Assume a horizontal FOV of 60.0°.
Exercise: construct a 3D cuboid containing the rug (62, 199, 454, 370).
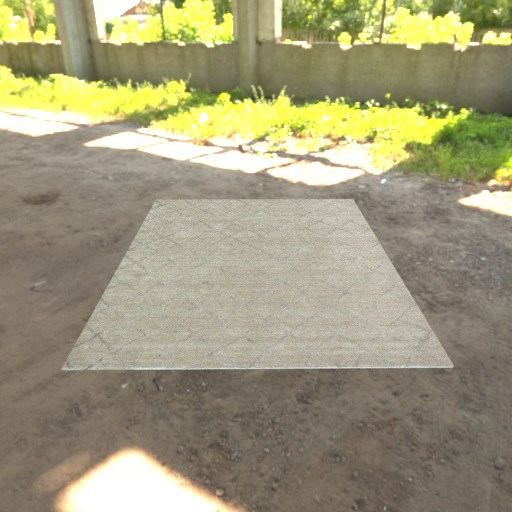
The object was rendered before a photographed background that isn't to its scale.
[{"bbox_3d":[0.000,0.000,4.085,2.420,0.019,3.038,0,27,-1],"label":"rug"}]
